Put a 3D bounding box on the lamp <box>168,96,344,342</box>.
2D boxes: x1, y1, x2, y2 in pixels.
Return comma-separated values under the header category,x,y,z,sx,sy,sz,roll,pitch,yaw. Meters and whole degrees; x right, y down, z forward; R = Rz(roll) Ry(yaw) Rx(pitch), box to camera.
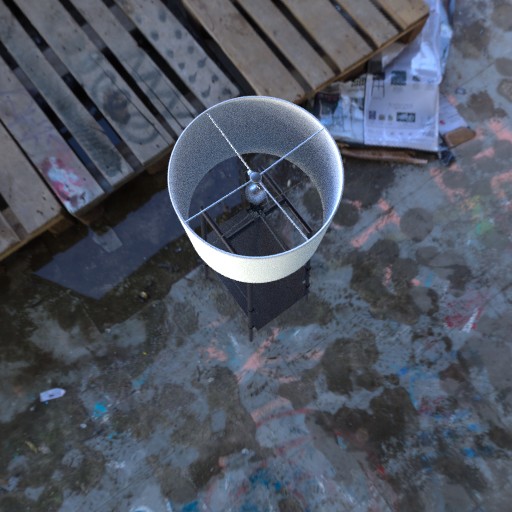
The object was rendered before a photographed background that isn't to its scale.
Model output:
category,x,y,z,sx,sy,sz,roll,pitch,yaw
lamp,0.000,0.000,1.660,0.384,1.474,0.427,-35,79,-8
